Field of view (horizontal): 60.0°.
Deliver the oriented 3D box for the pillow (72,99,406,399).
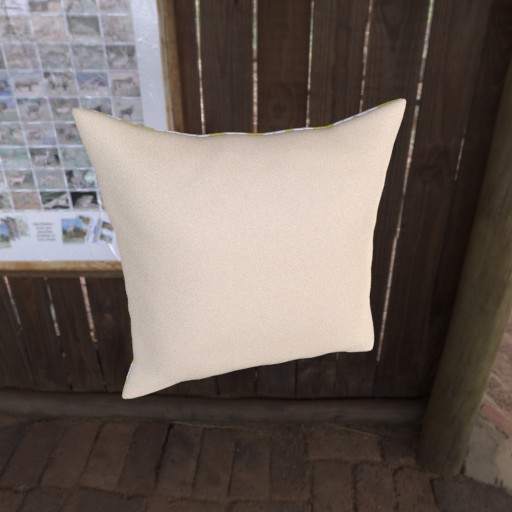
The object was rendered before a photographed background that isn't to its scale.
[{"bbox_3d":[0.000,0.000,0.749,0.504,0.494,0.188,-7,26,-15],"label":"pillow"}]
